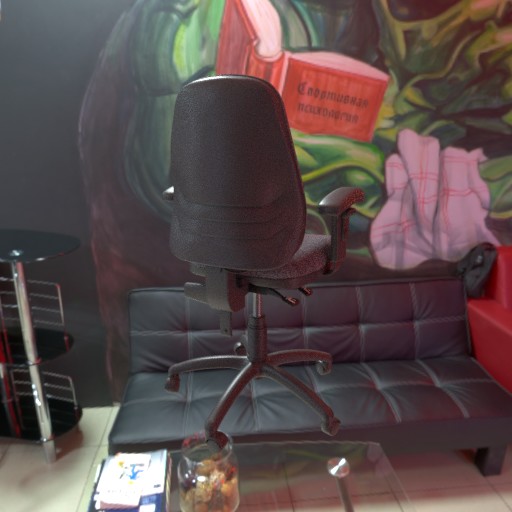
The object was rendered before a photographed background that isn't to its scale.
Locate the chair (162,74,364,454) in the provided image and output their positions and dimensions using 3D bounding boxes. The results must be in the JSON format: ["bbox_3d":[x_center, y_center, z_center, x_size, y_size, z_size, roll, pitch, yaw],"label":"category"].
[{"bbox_3d":[0.000,0.000,1.232,0.550,0.910,0.530,8,18,26],"label":"chair"}]
